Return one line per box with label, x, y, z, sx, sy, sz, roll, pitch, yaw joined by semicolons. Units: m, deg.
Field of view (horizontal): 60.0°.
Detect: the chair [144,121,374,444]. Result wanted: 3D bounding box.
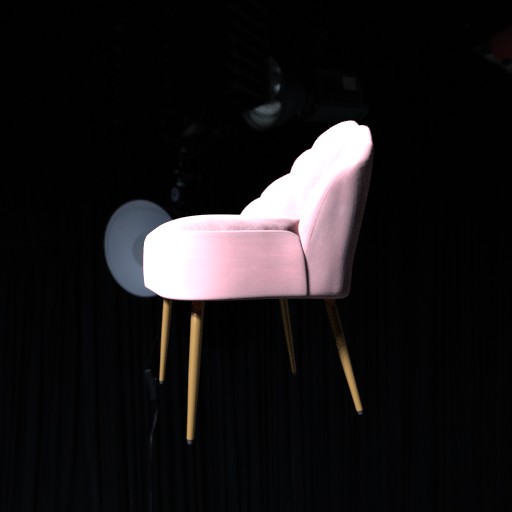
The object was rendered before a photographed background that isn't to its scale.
chair;0.000;0.000;1.276;0.599;0.819;0.657;0;-1;-19
